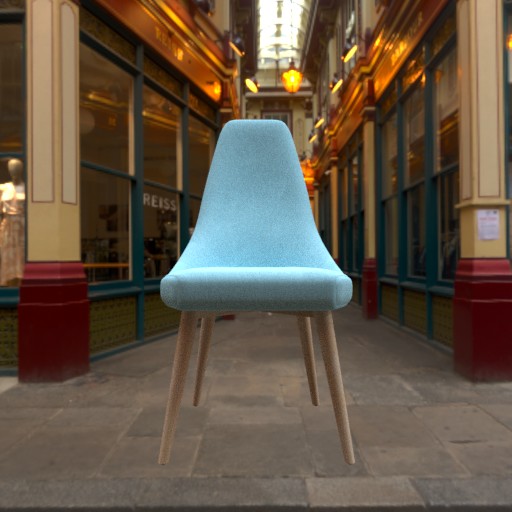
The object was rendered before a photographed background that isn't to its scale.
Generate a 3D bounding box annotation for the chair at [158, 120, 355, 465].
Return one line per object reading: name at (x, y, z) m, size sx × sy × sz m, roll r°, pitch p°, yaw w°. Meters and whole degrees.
chair at (0.000, 0.000, 1.390) m, size 0.510 × 1.040 × 0.660 m, roll 0°, pitch 0°, yaw 0°
